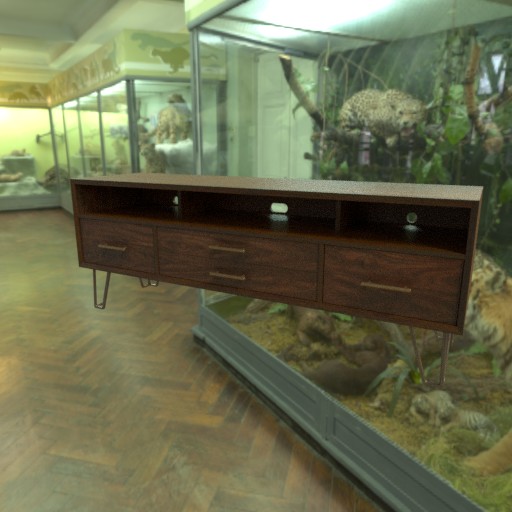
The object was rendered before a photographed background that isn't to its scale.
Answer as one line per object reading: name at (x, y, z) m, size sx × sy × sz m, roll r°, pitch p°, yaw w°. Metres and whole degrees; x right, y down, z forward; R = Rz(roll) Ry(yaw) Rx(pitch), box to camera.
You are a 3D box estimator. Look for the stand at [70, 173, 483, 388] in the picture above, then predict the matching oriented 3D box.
stand at (0.000, 0.000, 1.856) m, size 1.626 × 0.610 × 0.481 m, roll 7°, pitch 16°, yaw 27°
